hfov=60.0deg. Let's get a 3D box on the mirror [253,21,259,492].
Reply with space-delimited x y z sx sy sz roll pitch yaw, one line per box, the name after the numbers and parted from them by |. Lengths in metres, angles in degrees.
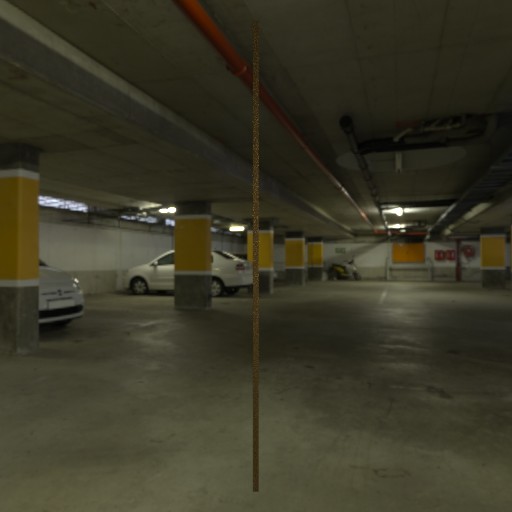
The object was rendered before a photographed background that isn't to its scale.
0.000 0.000 2.318 0.025 2.031 0.812 0 -1 0 | mirror
